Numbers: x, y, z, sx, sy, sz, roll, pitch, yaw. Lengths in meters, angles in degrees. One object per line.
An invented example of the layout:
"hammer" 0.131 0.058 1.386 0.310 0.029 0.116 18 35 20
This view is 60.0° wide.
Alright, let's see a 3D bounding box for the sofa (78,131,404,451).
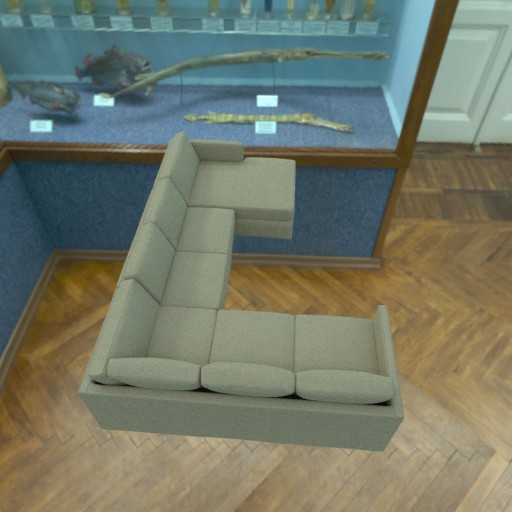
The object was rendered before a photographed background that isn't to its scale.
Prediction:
"sofa" 0.000 0.000 4.585 2.427 0.882 3.460 3 48 3
